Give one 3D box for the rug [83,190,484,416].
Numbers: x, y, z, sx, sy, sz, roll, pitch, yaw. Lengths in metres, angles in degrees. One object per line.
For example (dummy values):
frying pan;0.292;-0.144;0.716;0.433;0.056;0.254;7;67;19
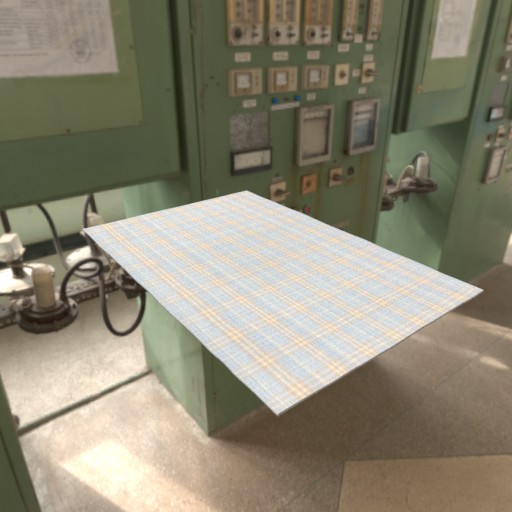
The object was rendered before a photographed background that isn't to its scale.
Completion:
rug;0.000;0.000;2.337;1.231;0.012;1.835;-19;32;-33
